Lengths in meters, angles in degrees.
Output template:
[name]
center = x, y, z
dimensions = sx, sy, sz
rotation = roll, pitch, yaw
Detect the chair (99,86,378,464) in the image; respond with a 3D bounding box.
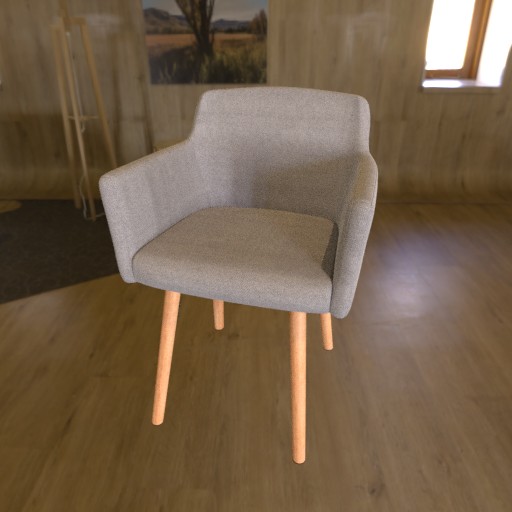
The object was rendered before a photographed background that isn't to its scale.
[chair]
center = 0.000, 0.000, 1.148
dimensions = 0.570, 0.780, 0.540
rotation = 8, 27, 15
